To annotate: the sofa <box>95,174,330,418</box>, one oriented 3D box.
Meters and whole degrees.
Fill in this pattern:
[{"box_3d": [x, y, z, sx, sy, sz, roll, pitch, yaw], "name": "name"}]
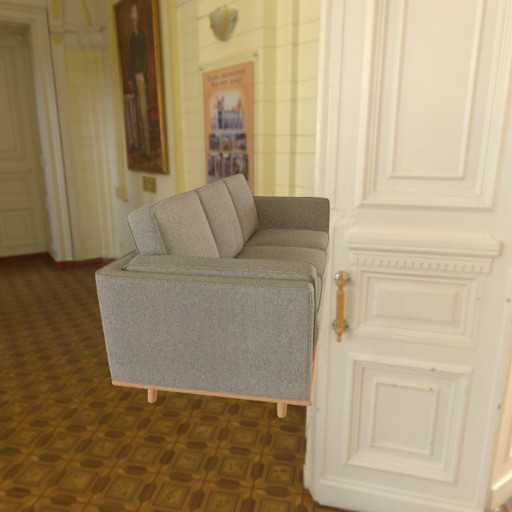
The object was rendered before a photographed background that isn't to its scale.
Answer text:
[{"box_3d": [0.000, 0.000, 2.821, 0.903, 0.899, 2.362, 3, 15, 10], "name": "sofa"}]
